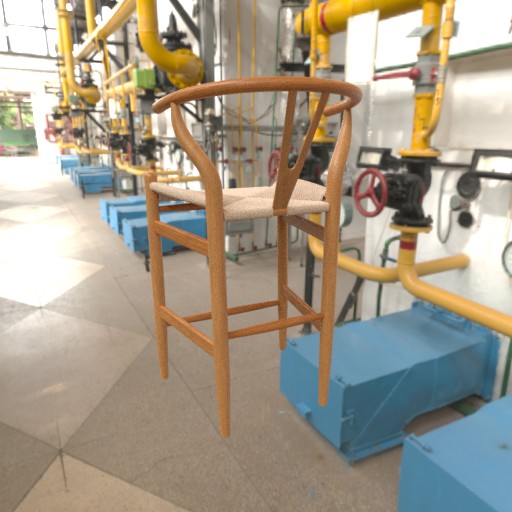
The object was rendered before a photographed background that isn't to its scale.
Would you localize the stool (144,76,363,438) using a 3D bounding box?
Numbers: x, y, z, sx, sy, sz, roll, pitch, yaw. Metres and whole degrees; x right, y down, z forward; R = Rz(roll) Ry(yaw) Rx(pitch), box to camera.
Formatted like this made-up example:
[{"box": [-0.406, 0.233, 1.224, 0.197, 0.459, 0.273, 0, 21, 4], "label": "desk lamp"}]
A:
[{"box": [0.000, 0.000, 1.362, 0.569, 0.970, 0.579, -8, 17, -26], "label": "stool"}]
